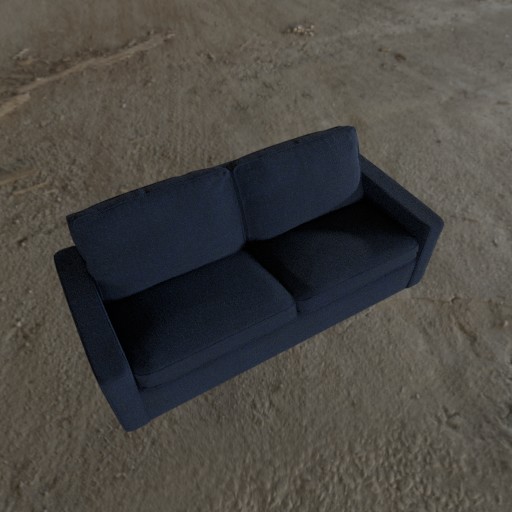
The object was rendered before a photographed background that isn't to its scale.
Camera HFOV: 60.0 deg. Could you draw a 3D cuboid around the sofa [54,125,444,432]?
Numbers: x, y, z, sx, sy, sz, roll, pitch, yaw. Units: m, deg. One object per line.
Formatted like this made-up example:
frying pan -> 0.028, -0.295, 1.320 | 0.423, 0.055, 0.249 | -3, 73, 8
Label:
sofa -> 0.000, 0.000, 2.598 | 2.080, 0.919, 0.940 | -23, 51, -20
